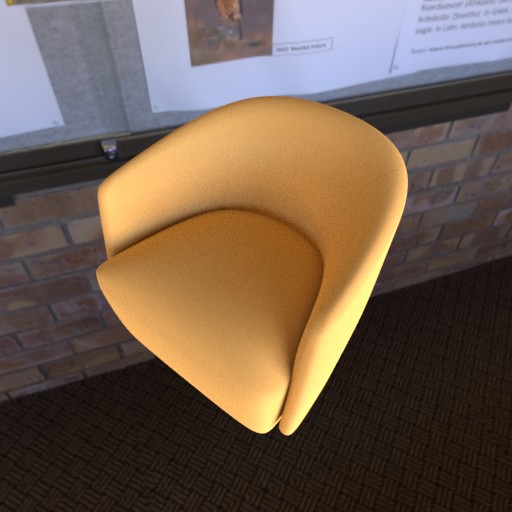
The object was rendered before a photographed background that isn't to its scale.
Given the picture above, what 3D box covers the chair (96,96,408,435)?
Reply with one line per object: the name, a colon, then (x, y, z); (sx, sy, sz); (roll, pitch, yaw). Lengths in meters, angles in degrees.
chair: (0.000, 0.000, 1.363); (0.773, 0.698, 0.767); (30, 53, 26)
